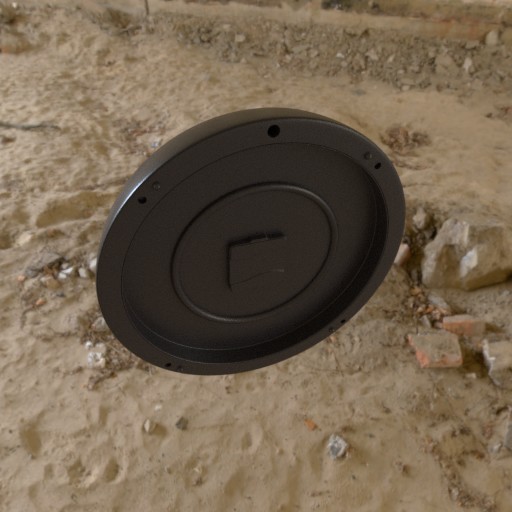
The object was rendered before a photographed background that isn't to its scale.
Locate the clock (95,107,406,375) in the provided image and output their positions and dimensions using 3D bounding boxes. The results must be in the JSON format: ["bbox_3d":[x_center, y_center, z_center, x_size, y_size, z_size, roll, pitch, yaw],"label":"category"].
[{"bbox_3d":[0.000,0.000,0.436,0.300,0.300,0.060,-13,42,-14],"label":"clock"}]
